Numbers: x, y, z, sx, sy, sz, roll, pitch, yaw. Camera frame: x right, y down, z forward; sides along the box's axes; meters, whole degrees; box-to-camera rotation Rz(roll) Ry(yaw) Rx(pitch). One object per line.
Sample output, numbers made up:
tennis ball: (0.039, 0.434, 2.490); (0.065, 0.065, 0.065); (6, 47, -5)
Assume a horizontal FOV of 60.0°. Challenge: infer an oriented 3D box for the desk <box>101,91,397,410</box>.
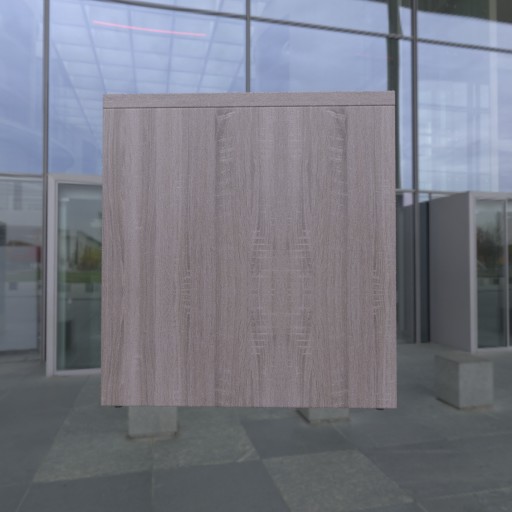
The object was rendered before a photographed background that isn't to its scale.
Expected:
desk: (0.000, 0.000, 1.728); (0.690, 0.745, 1.380); (0, -1, 2)
